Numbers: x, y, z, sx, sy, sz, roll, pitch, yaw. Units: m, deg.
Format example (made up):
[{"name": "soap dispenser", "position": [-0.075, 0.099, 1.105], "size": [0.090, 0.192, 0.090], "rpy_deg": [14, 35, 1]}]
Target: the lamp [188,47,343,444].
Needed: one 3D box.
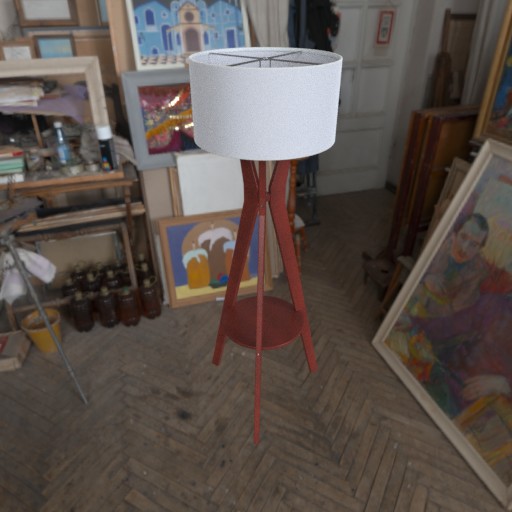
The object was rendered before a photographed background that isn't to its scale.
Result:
[{"name": "lamp", "position": [0.000, 0.000, 1.770], "size": [0.542, 1.472, 0.539], "rpy_deg": [20, 37, 30]}]
